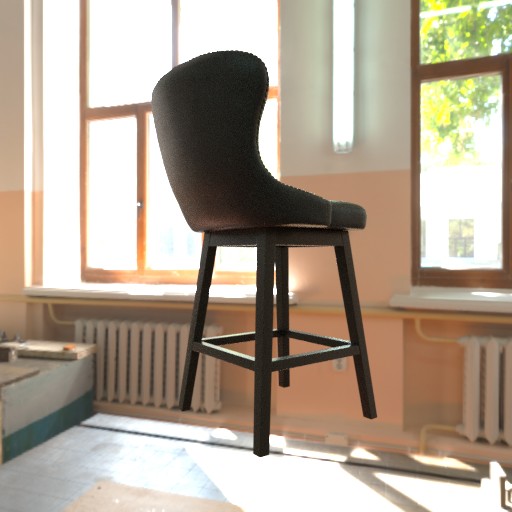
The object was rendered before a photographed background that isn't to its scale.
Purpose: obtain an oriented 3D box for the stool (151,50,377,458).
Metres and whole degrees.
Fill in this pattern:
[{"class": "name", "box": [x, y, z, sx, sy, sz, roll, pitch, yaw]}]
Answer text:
[{"class": "stool", "box": [0.000, 0.000, 1.324, 0.593, 0.971, 0.528, 0, 0, -37]}]
